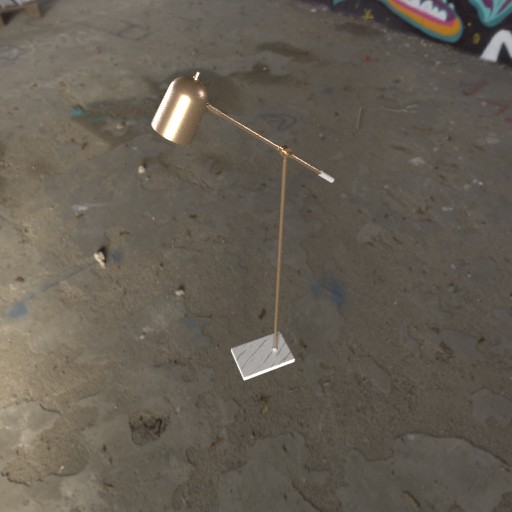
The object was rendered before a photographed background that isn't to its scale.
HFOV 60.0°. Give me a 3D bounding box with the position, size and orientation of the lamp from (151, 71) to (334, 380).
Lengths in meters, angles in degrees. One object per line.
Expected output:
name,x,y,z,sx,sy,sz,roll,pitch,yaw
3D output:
lamp,0.000,0.000,1.843,0.653,1.594,0.194,-16,48,-16
